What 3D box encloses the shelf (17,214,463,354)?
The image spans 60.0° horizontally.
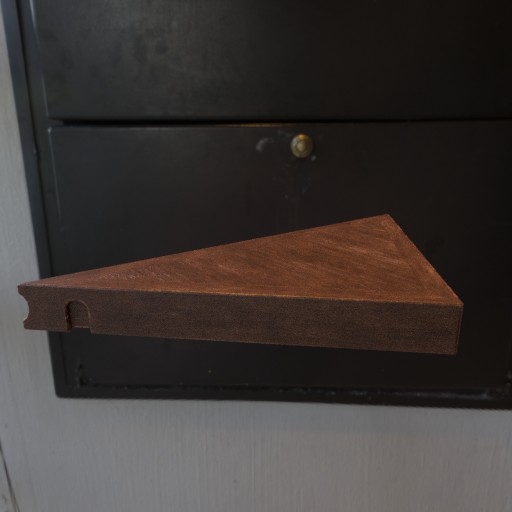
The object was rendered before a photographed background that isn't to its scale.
[{"bbox_3d":[0.000,0.000,0.435,0.296,0.035,0.296,2,16,7],"label":"shelf"}]
